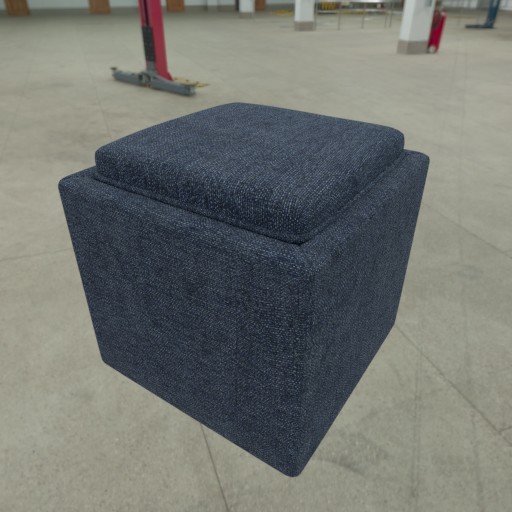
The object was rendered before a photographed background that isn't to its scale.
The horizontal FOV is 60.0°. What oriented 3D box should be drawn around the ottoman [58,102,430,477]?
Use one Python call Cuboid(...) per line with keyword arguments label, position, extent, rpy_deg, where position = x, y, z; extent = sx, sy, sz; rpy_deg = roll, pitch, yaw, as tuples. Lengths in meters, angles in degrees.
Cuboid(label="ottoman", position=(0.000, 0.000, 0.818), extent=(0.450, 0.460, 0.450), rpy_deg=(20, 37, 28))
